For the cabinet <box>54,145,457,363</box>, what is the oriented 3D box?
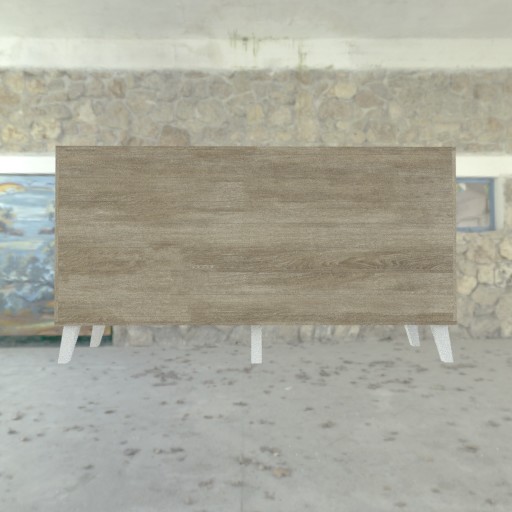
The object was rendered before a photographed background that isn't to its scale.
[{"bbox_3d":[0.000,0.000,1.990,1.600,0.870,0.450,0,-1,-1],"label":"cabinet"}]
